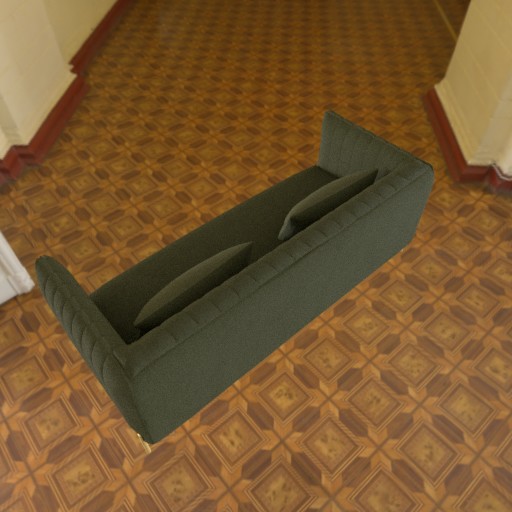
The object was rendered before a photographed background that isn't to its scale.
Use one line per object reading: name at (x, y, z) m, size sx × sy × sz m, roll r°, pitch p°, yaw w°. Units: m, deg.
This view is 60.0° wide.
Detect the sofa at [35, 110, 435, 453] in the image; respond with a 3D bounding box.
sofa at (0.000, 0.000, 2.592) m, size 2.137 × 0.793 × 0.896 m, roll -33°, pitch 56°, yaw -26°
